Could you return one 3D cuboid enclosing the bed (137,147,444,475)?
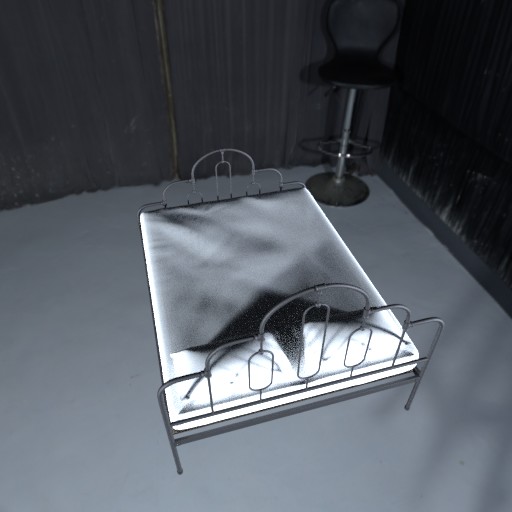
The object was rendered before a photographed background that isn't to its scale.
[{"bbox_3d":[0.000,0.000,3.245,1.640,1.429,2.163,-11,42,-12],"label":"bed"}]
